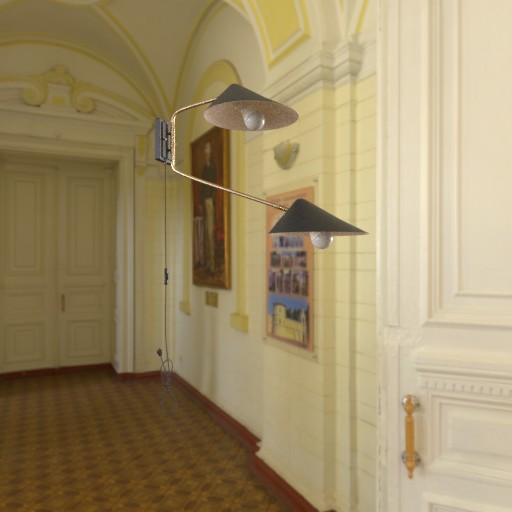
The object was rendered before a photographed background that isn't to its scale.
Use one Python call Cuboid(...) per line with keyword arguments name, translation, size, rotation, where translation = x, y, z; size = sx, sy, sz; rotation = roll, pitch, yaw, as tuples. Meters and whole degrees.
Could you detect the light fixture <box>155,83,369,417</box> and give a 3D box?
Cuboid(name="light fixture", translation=(0.000, 0.000, 0.849), size=(0.422, 0.665, 0.189), rotation=(0, 0, 18))
